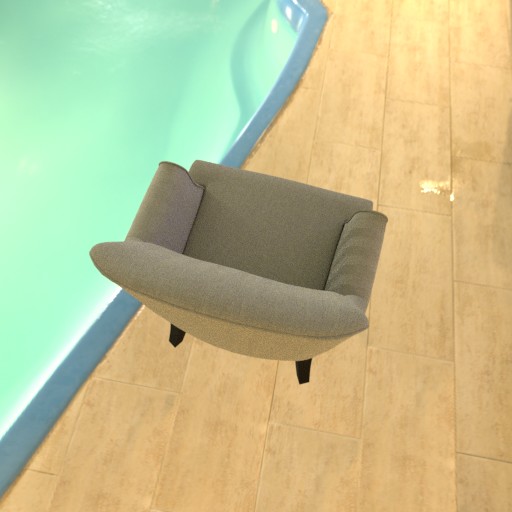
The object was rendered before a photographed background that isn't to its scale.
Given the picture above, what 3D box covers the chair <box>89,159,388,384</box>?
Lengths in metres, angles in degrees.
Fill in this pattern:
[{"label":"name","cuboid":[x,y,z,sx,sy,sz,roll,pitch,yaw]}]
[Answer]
[{"label":"chair","cuboid":[0.000,0.000,1.514,0.772,0.880,0.755,15,64,7]}]
